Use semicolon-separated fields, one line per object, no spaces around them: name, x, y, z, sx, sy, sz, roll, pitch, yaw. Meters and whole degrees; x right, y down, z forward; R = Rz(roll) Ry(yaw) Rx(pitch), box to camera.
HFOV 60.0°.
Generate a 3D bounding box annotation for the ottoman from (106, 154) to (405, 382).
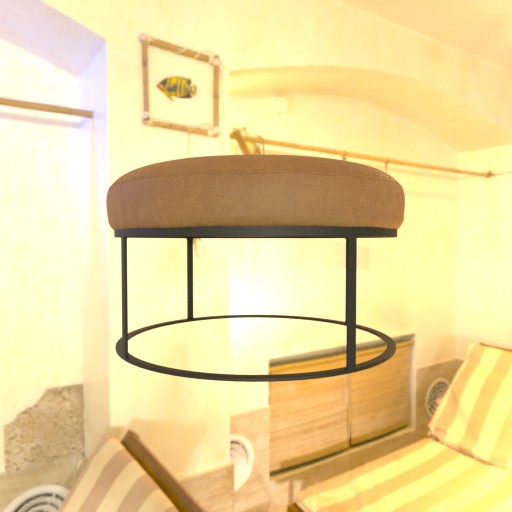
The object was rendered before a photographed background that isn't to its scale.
ottoman;0.000;0.000;1.211;0.771;0.460;0.771;0;2;0
